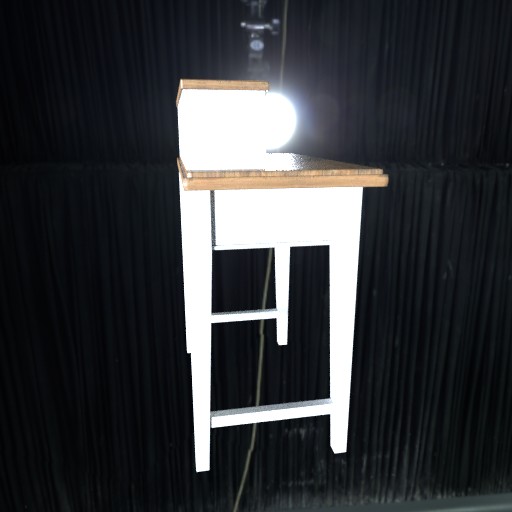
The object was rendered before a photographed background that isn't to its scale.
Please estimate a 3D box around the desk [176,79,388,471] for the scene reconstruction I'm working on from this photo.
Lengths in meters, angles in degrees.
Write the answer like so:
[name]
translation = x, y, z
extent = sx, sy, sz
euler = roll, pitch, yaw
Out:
[desk]
translation = 0.000, 0.000, 1.430
extent = 0.462, 0.981, 0.814
euler = -3, 16, -10
